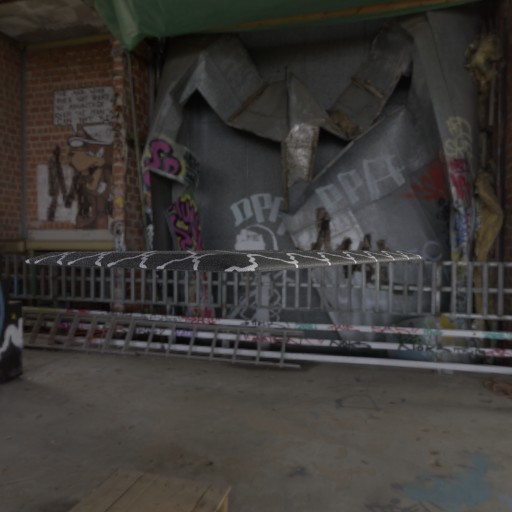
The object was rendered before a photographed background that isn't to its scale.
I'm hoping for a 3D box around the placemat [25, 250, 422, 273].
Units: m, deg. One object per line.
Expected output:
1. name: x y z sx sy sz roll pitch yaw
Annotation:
1. placemat: 0.000 0.000 0.954 0.508 0.021 0.762 1 1 36
